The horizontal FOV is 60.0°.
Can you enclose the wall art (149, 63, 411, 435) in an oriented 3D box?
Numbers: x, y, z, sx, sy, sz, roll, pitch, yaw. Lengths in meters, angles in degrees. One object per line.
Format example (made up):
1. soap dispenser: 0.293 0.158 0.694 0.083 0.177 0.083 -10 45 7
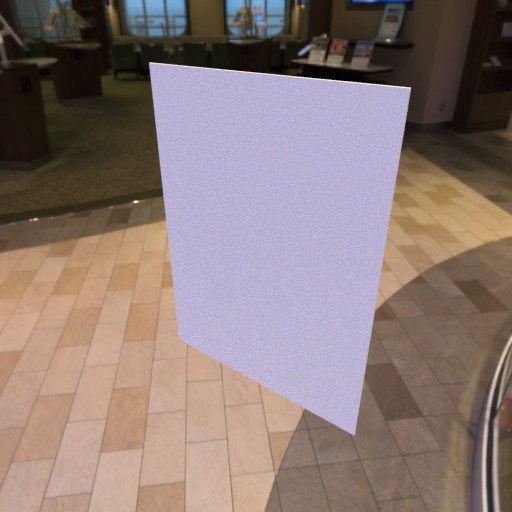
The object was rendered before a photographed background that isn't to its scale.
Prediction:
1. wall art: 0.000 0.000 0.793 0.457 0.610 0.003 20 35 31
